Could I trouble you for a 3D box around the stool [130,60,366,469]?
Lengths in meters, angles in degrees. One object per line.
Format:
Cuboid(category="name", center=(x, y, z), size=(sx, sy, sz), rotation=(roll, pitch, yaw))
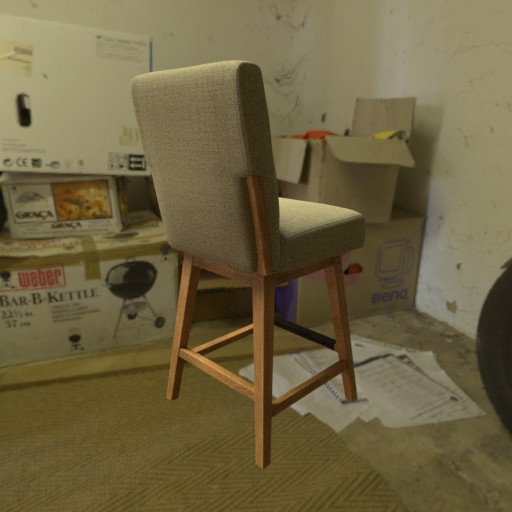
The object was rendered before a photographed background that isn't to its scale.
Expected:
Cuboid(category="stool", center=(0.000, 0.000, 1.329), size=(0.526, 1.010, 0.459), rotation=(-16, 22, -42))
